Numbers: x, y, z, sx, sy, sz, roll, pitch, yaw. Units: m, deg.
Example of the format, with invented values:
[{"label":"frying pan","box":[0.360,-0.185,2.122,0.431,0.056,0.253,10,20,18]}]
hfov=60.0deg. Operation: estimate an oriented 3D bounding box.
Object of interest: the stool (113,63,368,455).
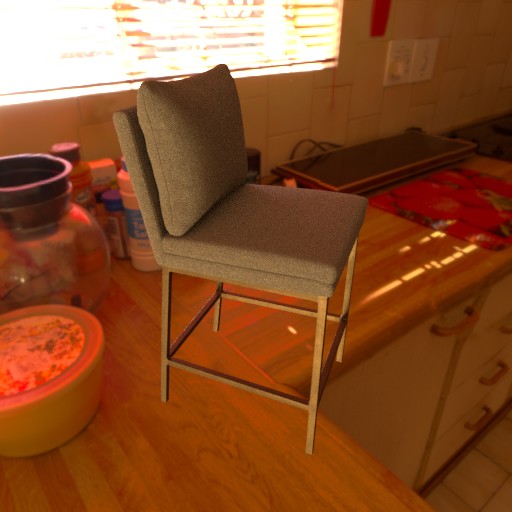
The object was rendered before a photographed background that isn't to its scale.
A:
[{"label":"stool","box":[0.000,0.000,1.339,0.569,1.031,0.463,11,32,18]}]
